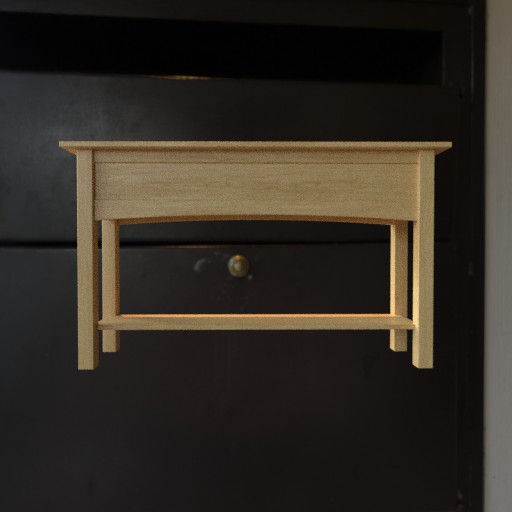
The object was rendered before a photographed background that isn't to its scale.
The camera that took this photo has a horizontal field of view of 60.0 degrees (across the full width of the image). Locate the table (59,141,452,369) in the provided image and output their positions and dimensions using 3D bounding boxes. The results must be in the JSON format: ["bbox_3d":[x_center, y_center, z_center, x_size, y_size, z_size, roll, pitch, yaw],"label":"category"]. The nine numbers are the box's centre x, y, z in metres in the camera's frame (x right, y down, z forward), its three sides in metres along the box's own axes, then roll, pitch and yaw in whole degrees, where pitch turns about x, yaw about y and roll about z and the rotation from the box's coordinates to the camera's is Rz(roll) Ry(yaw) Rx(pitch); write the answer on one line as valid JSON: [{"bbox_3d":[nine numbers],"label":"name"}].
[{"bbox_3d":[0.000,0.000,1.580,1.240,0.730,0.350,0,1,-1],"label":"table"}]
